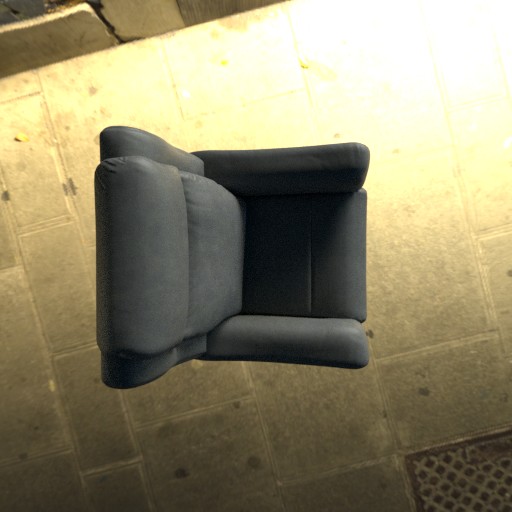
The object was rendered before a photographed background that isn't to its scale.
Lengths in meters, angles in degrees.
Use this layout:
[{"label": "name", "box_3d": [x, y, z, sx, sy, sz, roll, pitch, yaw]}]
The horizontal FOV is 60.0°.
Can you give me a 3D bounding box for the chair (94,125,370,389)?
[{"label": "chair", "box_3d": [0.000, 0.000, 1.924, 1.068, 1.116, 0.965, 0, 91, 0]}]
